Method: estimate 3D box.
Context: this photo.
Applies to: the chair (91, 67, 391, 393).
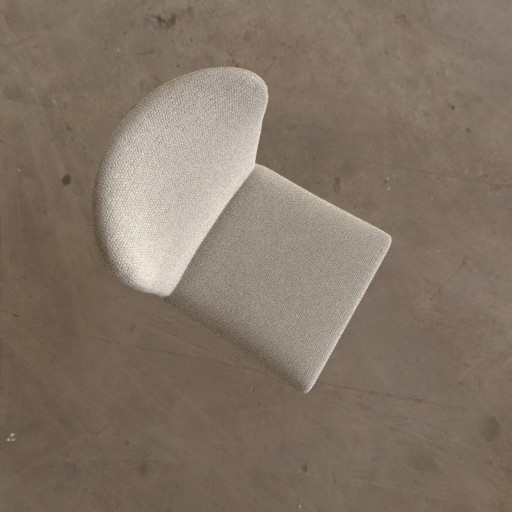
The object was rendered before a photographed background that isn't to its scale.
[{"bbox_3d":[0.000,0.000,1.180,0.589,0.839,0.491,30,78,7],"label":"chair"}]
